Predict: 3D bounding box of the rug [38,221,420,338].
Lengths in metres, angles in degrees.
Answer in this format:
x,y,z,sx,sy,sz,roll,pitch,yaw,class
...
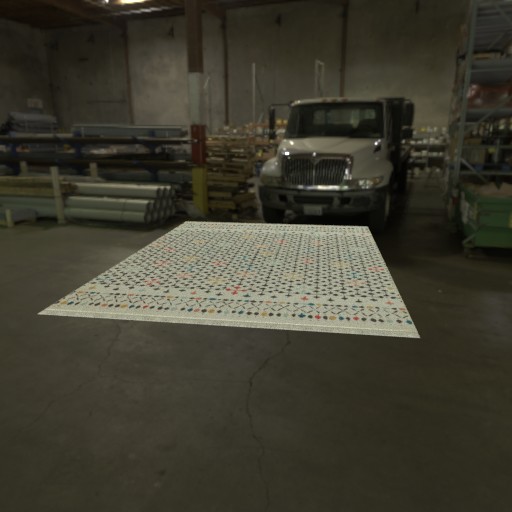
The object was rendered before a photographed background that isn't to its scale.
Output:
x,y,z,sx,sy,sz,roll,pitch,yaw,class
0.000,0.000,4.199,2.354,0.007,3.196,2,15,8,rug
